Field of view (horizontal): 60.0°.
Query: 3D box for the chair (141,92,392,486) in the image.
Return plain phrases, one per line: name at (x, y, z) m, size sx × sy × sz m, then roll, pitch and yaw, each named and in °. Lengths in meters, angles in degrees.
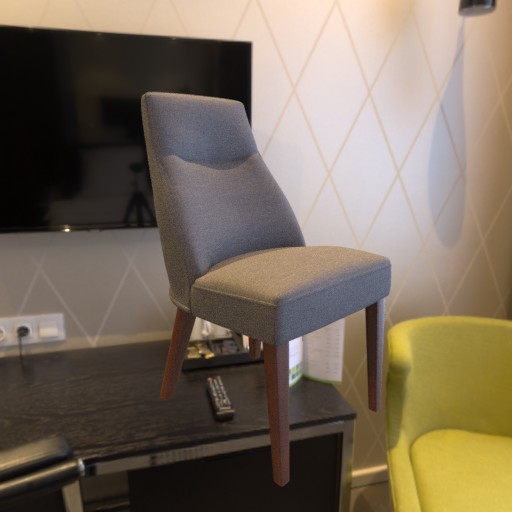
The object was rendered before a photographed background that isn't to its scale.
chair at (0.000, 0.000, 1.291) m, size 0.620 × 0.930 × 0.500 m, roll 13°, pitch 19°, yaw 43°
